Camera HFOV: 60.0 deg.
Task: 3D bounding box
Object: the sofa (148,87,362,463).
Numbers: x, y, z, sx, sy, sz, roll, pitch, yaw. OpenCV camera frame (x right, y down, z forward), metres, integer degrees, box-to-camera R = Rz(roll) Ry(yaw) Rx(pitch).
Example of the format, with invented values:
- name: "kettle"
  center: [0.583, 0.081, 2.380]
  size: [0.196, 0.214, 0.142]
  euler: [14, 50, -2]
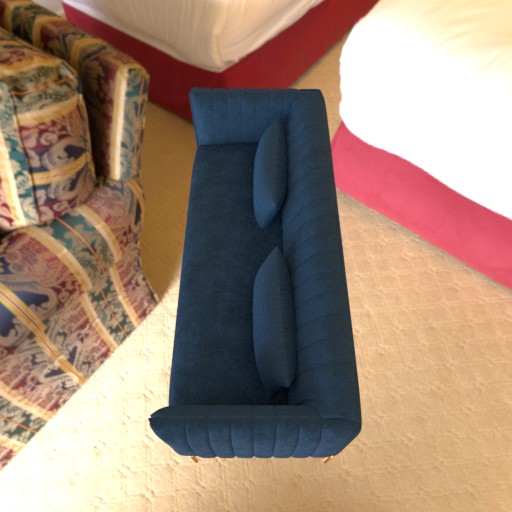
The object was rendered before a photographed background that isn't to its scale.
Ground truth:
- name: "sofa"
  center: [0.000, 0.000, 2.585]
  size: [0.896, 0.793, 2.136]
  euler: [0, 58, 0]
